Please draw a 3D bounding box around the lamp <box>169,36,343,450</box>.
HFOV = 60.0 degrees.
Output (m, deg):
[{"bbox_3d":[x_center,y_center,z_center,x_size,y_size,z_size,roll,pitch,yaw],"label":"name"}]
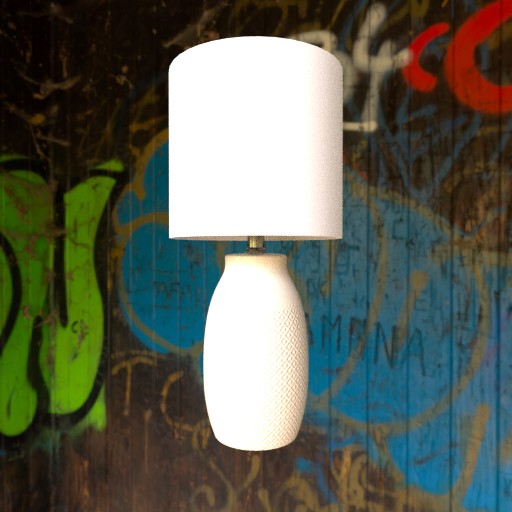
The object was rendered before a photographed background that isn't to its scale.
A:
[{"bbox_3d":[0.000,0.000,0.565,0.217,0.453,0.217,0,1,-2],"label":"lamp"}]
